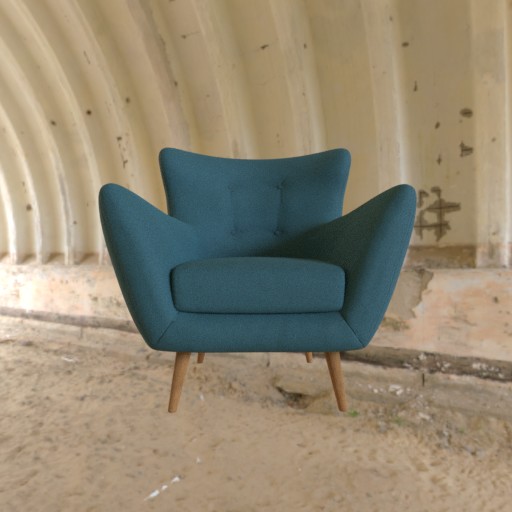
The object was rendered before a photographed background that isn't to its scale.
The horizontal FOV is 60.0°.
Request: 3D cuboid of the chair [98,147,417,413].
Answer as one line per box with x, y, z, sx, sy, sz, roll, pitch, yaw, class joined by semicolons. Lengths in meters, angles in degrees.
0.000;0.000;1.605;0.890;0.889;0.889;0;0;-1;chair
